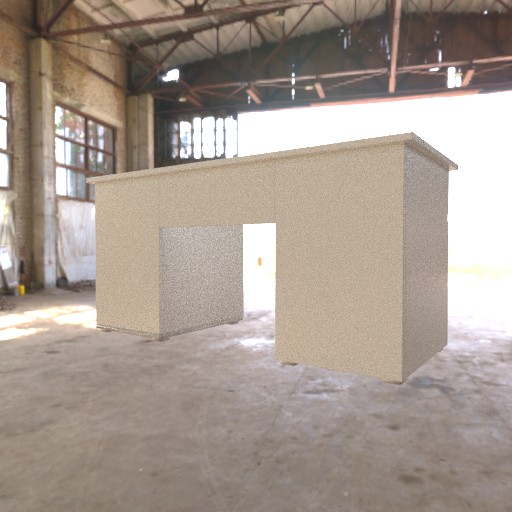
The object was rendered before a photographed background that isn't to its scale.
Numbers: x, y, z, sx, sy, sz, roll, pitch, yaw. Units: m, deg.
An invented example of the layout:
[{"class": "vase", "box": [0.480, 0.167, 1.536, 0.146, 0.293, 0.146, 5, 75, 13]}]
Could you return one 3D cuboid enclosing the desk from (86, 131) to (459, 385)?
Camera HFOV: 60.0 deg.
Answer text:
[{"class": "desk", "box": [0.000, 0.000, 2.020, 1.580, 0.760, 0.670, 1, 2, 35]}]
